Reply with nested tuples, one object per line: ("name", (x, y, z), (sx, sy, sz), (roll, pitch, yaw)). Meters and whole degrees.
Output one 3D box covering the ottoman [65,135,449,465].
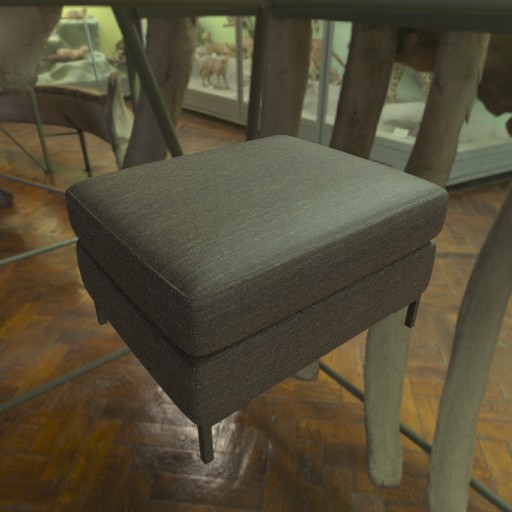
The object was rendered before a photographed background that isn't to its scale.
("ottoman", (0.000, 0.000, 1.250), (0.820, 0.490, 0.671), (-22, 37, -32))
